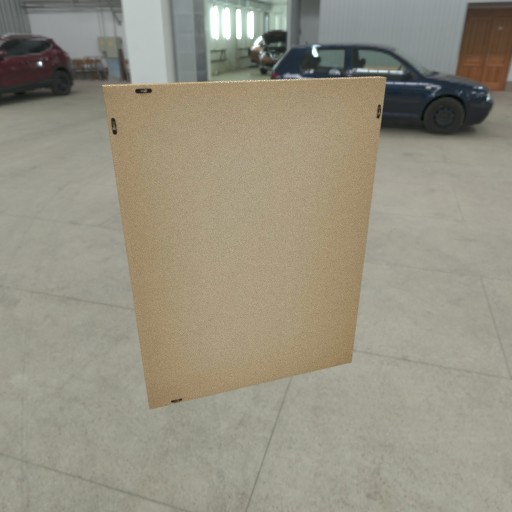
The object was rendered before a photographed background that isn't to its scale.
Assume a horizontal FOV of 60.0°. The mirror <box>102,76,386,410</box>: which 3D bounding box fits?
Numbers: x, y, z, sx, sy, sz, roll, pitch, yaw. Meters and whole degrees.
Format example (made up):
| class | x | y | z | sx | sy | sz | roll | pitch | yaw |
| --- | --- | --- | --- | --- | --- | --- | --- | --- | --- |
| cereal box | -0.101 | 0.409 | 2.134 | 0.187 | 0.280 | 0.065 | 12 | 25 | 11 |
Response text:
| class | x | y | z | sx | sy | sz | roll | pitch | yaw |
| --- | --- | --- | --- | --- | --- | --- | --- | --- | --- |
| mirror | 0.000 | 0.000 | 1.377 | 0.762 | 1.016 | 0.041 | -8 | 28 | -16 |
